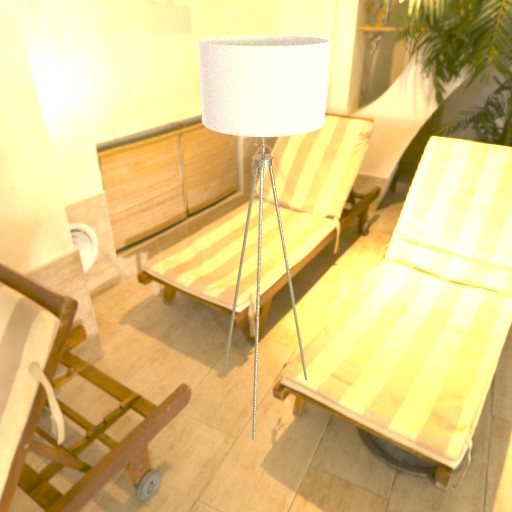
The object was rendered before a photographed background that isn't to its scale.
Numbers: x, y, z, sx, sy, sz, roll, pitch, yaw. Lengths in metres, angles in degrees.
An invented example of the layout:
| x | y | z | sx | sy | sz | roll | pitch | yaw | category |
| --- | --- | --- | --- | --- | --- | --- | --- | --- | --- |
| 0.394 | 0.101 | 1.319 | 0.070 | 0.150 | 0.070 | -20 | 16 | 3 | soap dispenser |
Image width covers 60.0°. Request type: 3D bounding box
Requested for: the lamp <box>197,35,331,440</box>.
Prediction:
| x | y | z | sx | sy | sz | roll | pitch | yaw | category |
| --- | --- | --- | --- | --- | --- | --- | --- | --- | --- |
| 0.000 | 0.000 | 1.757 | 0.458 | 1.545 | 0.448 | 18 | 35 | 28 | lamp |
